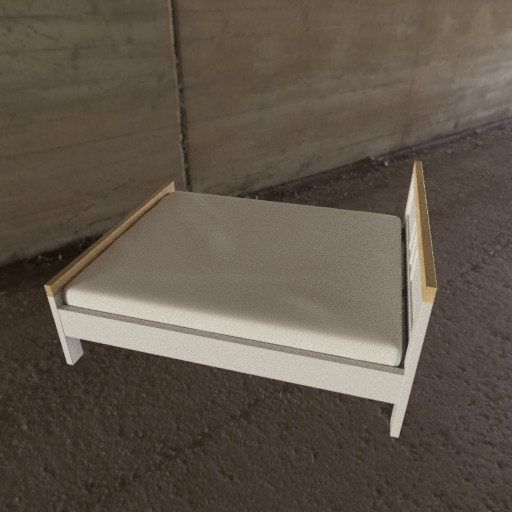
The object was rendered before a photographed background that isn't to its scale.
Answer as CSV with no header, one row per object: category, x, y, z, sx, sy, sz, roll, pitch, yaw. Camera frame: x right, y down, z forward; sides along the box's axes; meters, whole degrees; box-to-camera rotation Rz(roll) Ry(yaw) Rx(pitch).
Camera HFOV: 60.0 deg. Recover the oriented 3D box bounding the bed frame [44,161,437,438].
bed frame,0.000,0.000,3.044,2.050,0.980,1.670,8,32,13
